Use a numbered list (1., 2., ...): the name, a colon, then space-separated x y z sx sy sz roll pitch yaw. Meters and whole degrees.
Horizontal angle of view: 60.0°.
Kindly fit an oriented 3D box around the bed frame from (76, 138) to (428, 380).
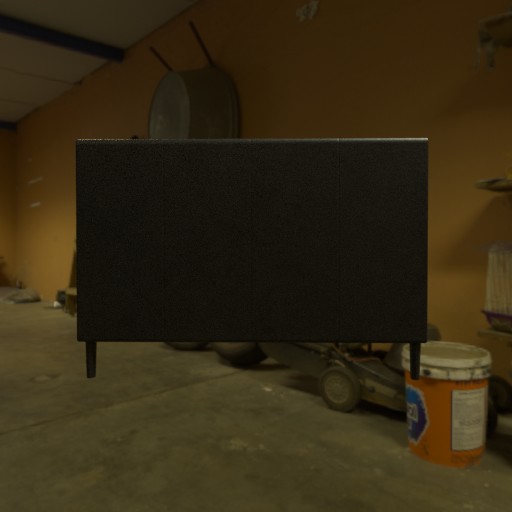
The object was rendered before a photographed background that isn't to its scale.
1. bed frame: 0.000 0.000 3.207 1.634 1.127 2.318 0 1 1
